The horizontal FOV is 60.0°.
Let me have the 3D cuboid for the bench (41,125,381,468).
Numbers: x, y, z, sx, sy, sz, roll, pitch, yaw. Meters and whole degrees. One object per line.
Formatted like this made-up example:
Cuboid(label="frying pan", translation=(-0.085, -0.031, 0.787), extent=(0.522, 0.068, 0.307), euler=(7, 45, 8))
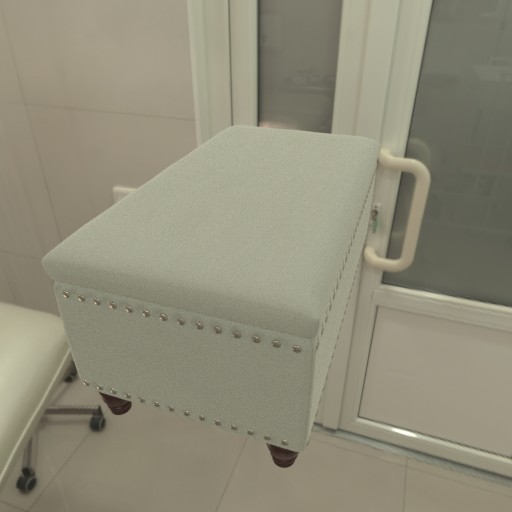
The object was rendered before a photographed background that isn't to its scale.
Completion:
Cuboid(label="bench", translation=(0.000, 0.000, 1.164), extent=(0.500, 0.449, 0.887), euler=(10, 33, 16))
